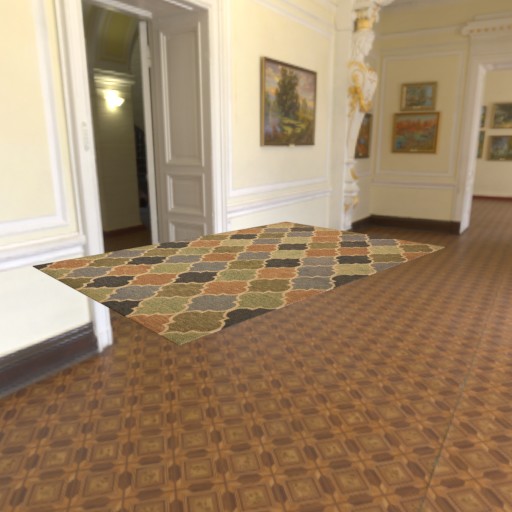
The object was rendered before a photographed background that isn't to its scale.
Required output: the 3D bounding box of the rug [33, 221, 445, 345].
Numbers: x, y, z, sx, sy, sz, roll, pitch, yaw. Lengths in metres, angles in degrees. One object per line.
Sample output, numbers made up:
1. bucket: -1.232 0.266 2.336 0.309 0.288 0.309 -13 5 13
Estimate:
1. rug: 0.000 0.000 2.921 2.284 0.006 1.521 -13 19 -43
